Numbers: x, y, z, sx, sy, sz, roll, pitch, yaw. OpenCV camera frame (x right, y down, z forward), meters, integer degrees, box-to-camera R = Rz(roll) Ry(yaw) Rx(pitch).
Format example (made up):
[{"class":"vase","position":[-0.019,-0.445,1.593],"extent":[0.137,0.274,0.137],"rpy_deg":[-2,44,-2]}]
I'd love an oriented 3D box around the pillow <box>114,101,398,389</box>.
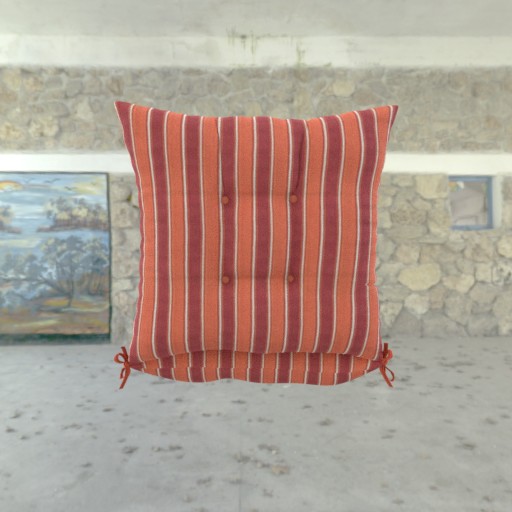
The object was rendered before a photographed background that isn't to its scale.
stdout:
[{"class":"pillow","position":[0.000,0.000,1.022],"extent":[0.541,0.536,0.585],"rpy_deg":[0,-1,-1]}]
